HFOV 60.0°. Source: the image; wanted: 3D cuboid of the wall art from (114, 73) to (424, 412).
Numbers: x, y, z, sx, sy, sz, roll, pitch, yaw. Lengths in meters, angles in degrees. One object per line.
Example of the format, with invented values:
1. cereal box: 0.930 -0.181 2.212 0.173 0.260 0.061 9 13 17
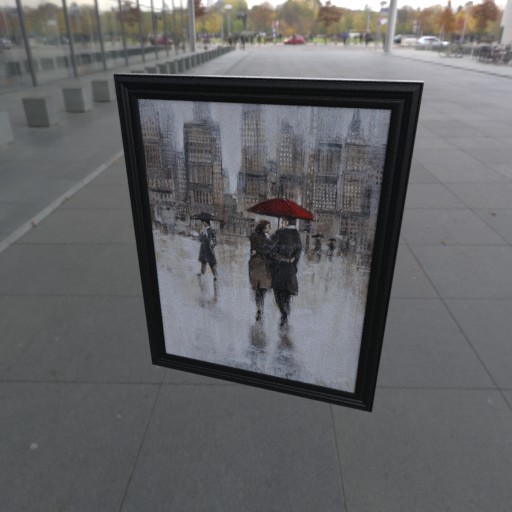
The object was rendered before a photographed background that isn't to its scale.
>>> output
1. wall art: 0.000 0.000 1.589 0.950 1.194 0.053 8 28 15
